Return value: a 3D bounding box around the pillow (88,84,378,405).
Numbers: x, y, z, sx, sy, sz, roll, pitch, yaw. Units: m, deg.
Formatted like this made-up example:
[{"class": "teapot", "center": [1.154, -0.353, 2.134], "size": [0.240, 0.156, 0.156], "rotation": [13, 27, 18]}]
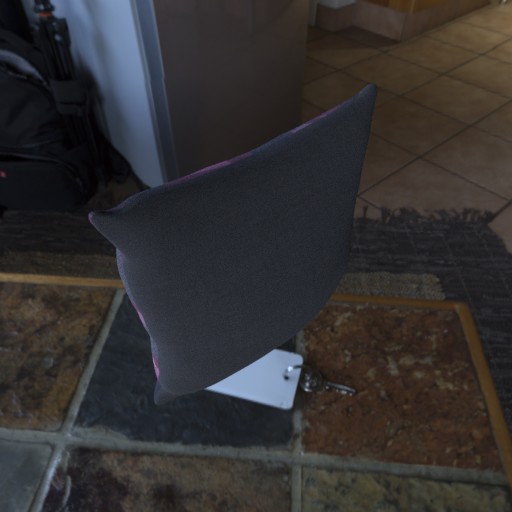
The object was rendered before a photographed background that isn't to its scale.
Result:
[{"class": "pillow", "center": [0.000, 0.000, 0.784], "size": [0.503, 0.496, 0.208], "rotation": [-30, 54, -26]}]
